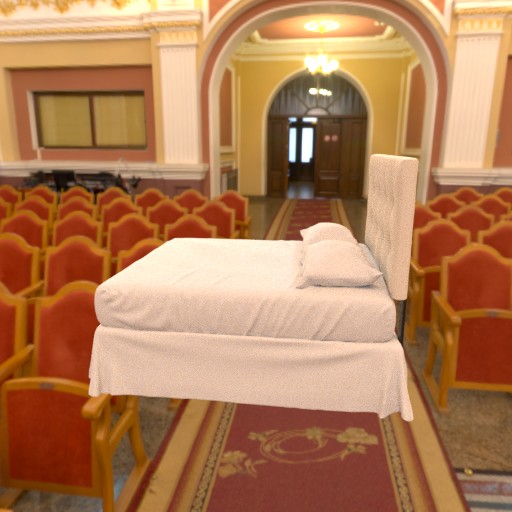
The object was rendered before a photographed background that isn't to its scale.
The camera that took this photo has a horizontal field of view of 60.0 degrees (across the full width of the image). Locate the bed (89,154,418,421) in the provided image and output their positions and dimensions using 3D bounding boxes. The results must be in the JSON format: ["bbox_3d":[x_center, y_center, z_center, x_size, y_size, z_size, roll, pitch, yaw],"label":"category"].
[{"bbox_3d":[0.000,0.000,3.549,2.222,1.577,1.936,2,14,8],"label":"bed"}]
